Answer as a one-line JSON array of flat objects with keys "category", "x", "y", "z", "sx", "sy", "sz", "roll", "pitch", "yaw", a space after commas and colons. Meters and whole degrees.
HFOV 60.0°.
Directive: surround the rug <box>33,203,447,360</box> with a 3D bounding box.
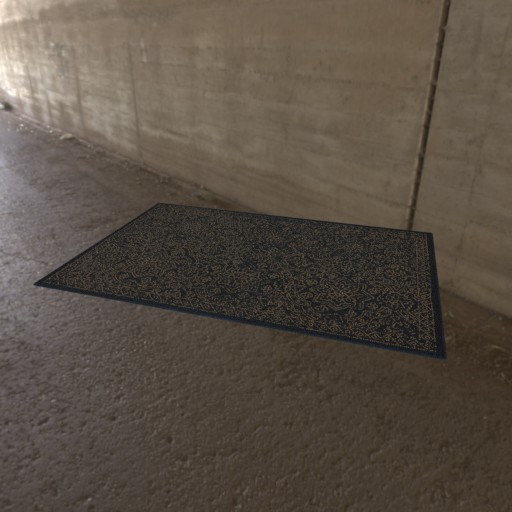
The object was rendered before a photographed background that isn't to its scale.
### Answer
[{"category": "rug", "x": 0.000, "y": 0.000, "z": 2.367, "sx": 1.829, "sy": 0.010, "sz": 1.219, "roll": 8, "pitch": 27, "yaw": 16}]
